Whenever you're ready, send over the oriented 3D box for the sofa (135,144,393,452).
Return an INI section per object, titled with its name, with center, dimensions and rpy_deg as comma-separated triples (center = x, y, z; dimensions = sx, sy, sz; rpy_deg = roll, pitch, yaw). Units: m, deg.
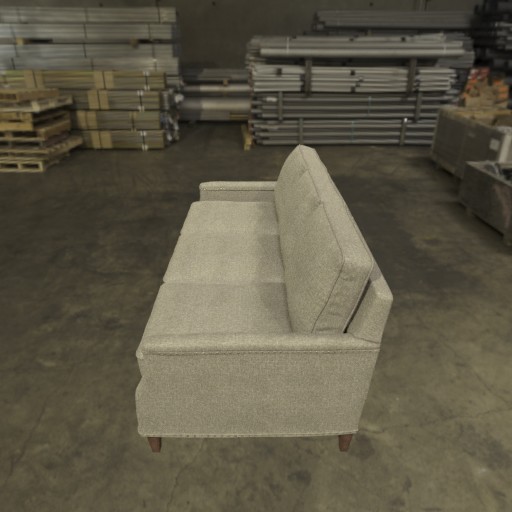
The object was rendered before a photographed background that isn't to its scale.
[sofa]
center = 0.000, 0.000, 2.830
dimensions = 1.084, 1.003, 2.246
rpy_deg = 0, 26, 0
